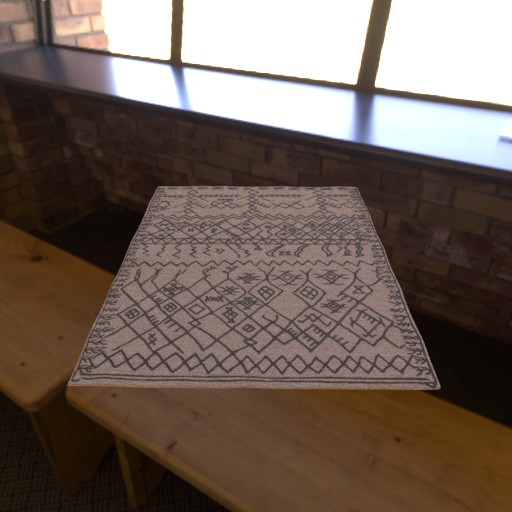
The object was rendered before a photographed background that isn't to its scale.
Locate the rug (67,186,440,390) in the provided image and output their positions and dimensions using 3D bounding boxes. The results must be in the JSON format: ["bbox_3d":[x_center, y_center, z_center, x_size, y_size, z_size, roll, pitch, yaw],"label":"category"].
[{"bbox_3d":[0.000,0.000,3.315,1.964,0.025,2.455,0,34,0],"label":"rug"}]
